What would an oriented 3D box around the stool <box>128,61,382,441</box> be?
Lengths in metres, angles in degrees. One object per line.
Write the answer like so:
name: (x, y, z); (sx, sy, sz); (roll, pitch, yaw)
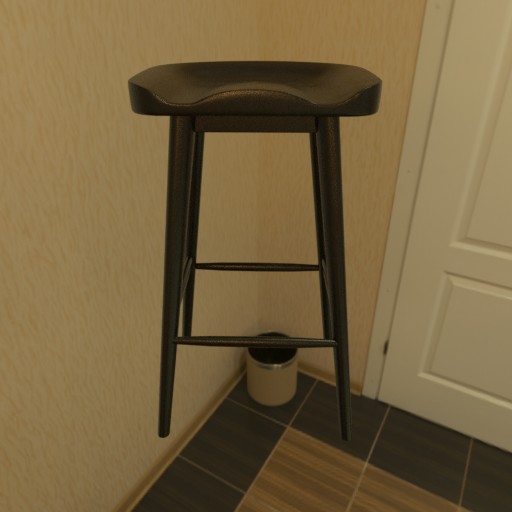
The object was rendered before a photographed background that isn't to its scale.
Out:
stool: (0.000, 0.000, 0.964); (0.440, 0.749, 0.361); (1, 30, 1)
